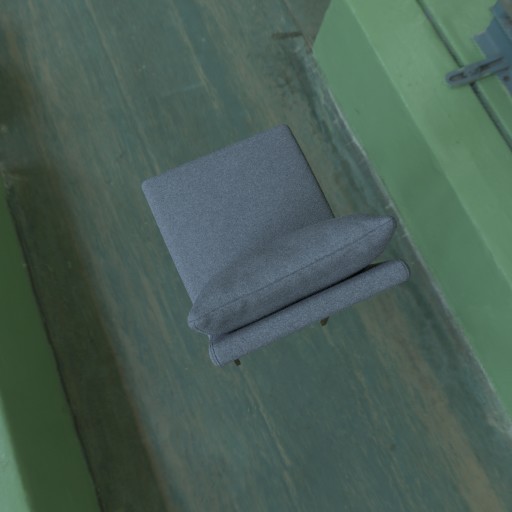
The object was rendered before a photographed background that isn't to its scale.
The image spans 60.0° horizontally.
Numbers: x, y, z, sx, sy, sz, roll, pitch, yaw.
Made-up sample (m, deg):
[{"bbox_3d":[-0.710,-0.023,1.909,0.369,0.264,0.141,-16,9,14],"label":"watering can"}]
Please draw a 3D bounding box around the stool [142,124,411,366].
[{"bbox_3d":[0.000,0.000,1.393,0.463,1.130,0.569,-24,77,-6],"label":"stool"}]
